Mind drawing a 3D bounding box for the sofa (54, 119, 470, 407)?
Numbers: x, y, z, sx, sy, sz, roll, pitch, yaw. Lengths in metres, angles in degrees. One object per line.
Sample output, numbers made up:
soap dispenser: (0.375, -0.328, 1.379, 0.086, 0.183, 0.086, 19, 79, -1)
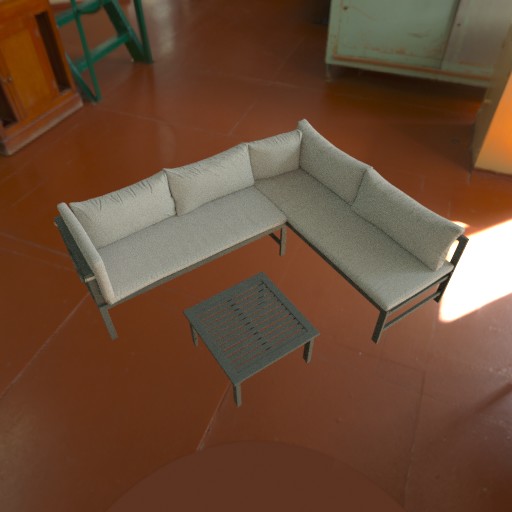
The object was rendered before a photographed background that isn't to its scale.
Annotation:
sofa: (0.000, 0.000, 3.004, 2.096, 0.758, 1.658, -26, 51, -23)
